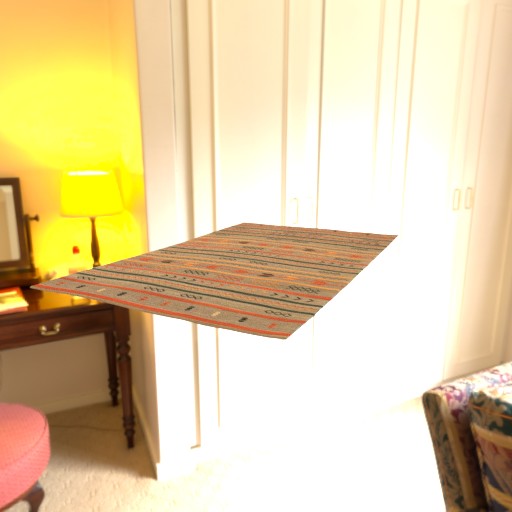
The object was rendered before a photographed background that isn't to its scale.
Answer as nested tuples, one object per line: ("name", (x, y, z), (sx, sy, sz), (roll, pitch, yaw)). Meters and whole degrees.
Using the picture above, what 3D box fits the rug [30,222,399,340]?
("rug", (0.000, 0.000, 3.132), (1.537, 0.029, 2.439), (7, 15, 26))
